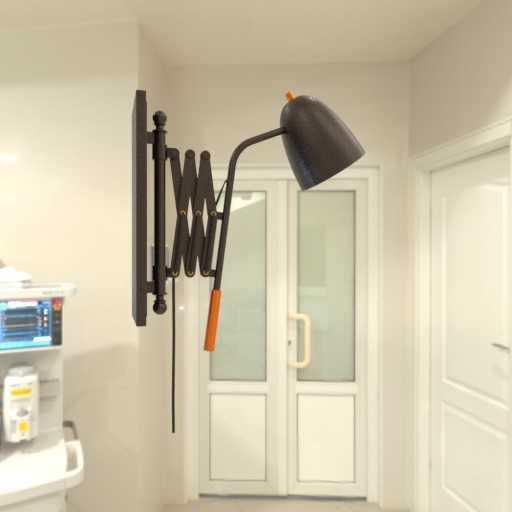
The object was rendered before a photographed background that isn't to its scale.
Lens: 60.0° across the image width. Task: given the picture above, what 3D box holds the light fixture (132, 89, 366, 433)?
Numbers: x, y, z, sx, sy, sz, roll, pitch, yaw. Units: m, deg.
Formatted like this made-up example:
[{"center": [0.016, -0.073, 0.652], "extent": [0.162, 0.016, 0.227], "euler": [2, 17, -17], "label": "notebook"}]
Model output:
[{"center": [0.000, 0.000, 0.939], "extent": [0.499, 0.715, 0.162], "euler": [0, 0, -18], "label": "light fixture"}]
